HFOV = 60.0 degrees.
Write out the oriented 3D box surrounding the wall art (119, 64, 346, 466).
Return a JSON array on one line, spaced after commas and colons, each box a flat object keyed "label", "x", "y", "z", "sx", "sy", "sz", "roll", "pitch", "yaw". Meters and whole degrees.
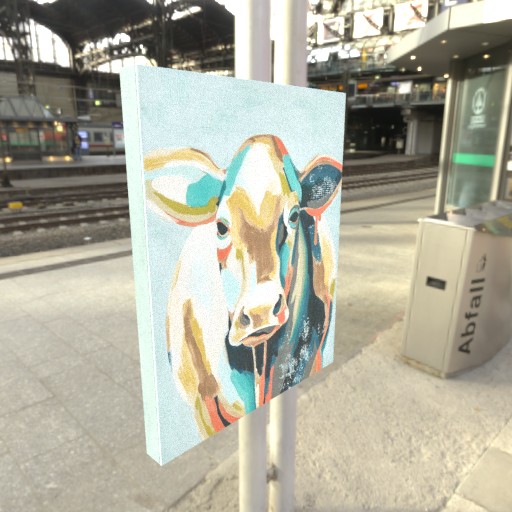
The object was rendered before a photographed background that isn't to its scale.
[{"label": "wall art", "x": 0.000, "y": 0.000, "z": 0.695, "sx": 0.037, "sy": 0.509, "sz": 0.409, "roll": 13, "pitch": 20, "yaw": 42}]
